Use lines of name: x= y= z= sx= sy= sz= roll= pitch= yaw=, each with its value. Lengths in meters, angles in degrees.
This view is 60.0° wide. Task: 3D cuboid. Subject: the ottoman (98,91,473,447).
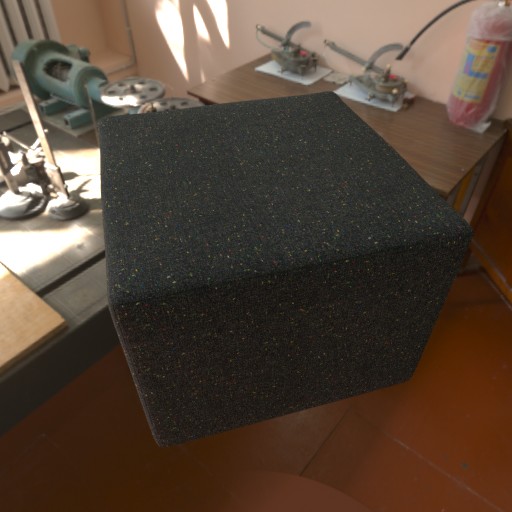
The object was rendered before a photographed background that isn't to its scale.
ottoman: x=0.000 y=0.000 z=0.860 sx=0.508 sy=0.432 sz=0.508 roll=-11 pitch=44 yaw=-12
